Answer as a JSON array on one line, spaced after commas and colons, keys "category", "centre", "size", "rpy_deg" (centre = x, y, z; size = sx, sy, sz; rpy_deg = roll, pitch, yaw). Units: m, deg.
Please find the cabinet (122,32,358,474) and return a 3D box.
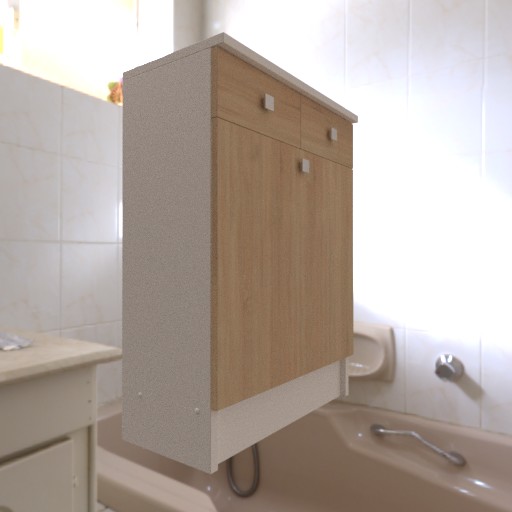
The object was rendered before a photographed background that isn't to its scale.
[{"category": "cabinet", "centre": [0.000, 0.000, 1.134], "size": [0.296, 0.815, 0.600], "rpy_deg": [0, 0, 37]}]
